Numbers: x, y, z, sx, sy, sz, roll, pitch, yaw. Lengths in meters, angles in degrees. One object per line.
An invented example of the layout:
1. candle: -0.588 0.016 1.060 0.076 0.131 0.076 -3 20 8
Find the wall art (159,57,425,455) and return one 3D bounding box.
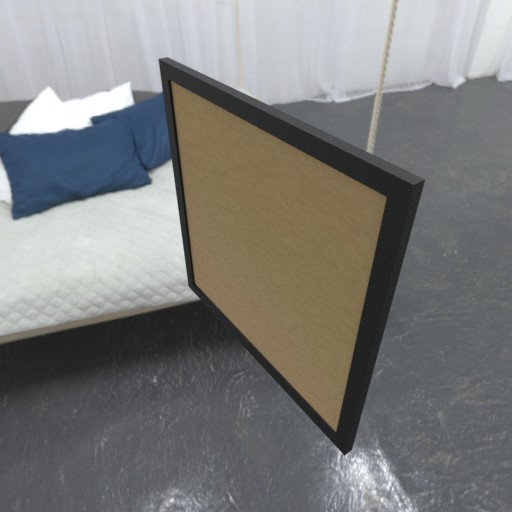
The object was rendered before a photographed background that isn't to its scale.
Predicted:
1. wall art: 0.000 0.000 0.513 0.012 0.357 0.358 -25 45 -28
